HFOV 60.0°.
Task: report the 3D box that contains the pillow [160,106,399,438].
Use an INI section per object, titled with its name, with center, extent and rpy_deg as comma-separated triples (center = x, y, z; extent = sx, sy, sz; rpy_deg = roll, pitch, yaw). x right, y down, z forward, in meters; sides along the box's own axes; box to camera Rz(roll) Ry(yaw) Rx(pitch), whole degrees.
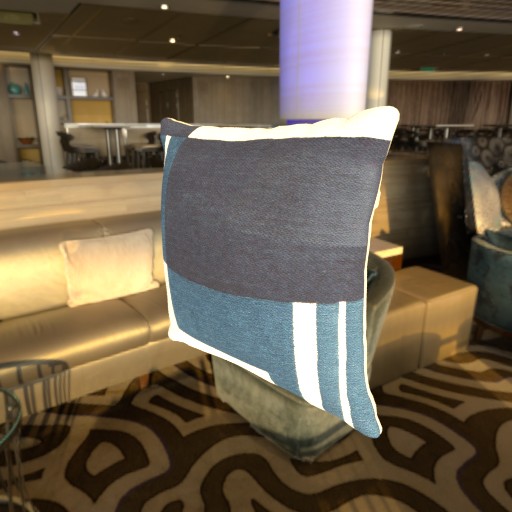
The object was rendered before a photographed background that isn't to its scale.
[pillow]
center = 0.000, 0.000, 0.811
extent = 0.536, 0.506, 0.229
rpy_deg = 14, 21, 40
